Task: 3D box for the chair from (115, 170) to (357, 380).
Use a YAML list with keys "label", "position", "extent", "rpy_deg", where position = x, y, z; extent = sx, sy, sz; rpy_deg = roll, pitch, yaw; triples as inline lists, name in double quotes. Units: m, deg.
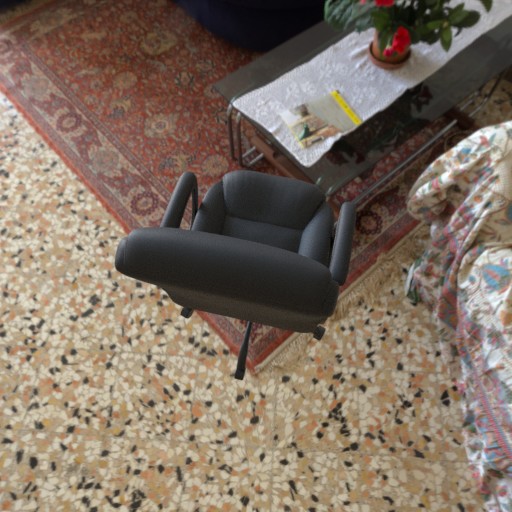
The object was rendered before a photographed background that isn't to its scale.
- label: "chair"
  position: [0.000, 0.000, 1.451]
  extent: [0.615, 1.072, 0.655]
  rpy_deg: [12, 64, 6]
